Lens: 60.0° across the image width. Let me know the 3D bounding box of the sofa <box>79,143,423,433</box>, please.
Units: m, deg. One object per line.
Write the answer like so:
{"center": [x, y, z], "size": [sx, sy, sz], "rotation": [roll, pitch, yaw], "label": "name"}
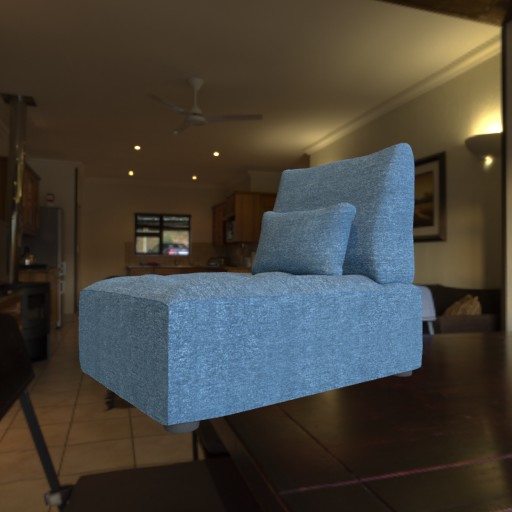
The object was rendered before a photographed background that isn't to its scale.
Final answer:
{"center": [0.000, 0.000, 1.549], "size": [1.000, 0.820, 0.700], "rotation": [1, -1, -37], "label": "sofa"}
